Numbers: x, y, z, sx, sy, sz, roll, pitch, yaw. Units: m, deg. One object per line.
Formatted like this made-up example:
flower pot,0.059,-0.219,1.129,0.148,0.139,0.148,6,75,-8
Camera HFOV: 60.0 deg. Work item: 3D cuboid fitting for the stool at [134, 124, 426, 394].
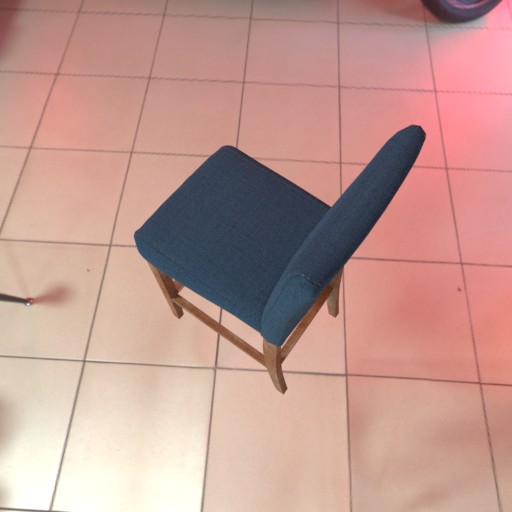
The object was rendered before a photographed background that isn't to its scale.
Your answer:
stool,0.000,0.000,1.362,0.574,1.088,0.454,33,68,15
